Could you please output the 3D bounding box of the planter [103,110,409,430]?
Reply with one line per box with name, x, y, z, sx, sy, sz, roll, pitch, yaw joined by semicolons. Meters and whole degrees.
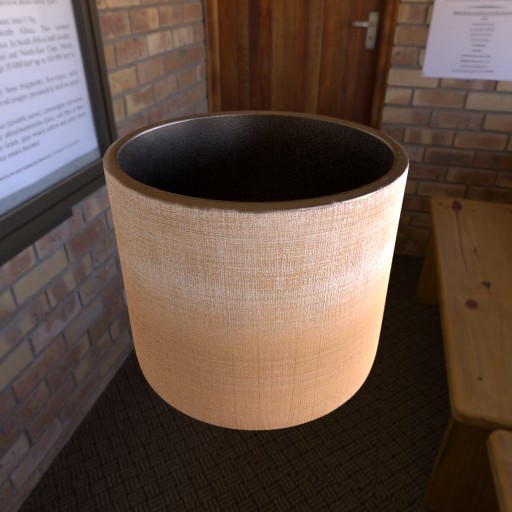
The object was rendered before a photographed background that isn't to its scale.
planter;0.000;0.000;0.432;0.254;0.221;0.254;0;31;0
